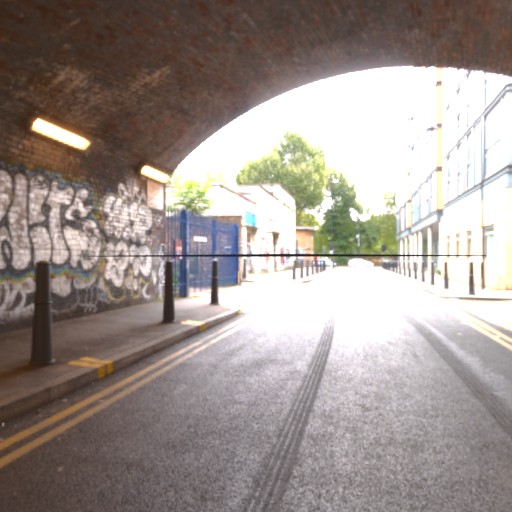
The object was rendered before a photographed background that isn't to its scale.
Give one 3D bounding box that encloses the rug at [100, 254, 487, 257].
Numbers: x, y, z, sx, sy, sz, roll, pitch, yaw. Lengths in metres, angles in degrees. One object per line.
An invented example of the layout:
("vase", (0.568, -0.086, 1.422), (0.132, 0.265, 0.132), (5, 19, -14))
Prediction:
("rug", (0.000, 0.000, 2.329), (1.200, 0.005, 1.819), (0, 0, -37))
